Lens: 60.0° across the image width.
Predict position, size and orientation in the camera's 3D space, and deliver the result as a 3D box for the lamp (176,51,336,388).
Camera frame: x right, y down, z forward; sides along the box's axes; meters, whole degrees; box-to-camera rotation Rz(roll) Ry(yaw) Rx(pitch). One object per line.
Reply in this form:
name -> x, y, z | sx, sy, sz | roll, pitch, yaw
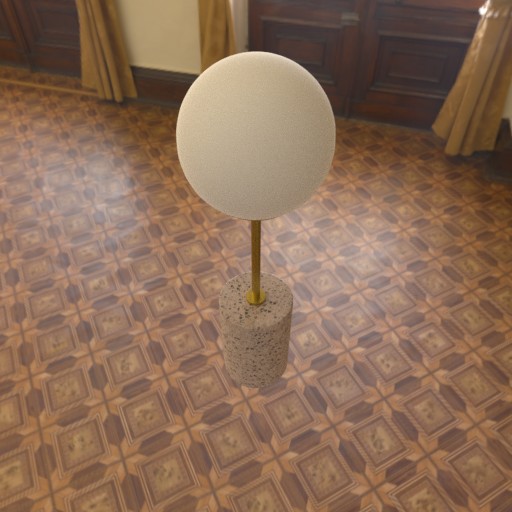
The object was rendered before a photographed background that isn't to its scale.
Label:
lamp -> 0.000, 0.000, 0.548 | 0.153, 0.480, 0.153 | 0, 46, 0
